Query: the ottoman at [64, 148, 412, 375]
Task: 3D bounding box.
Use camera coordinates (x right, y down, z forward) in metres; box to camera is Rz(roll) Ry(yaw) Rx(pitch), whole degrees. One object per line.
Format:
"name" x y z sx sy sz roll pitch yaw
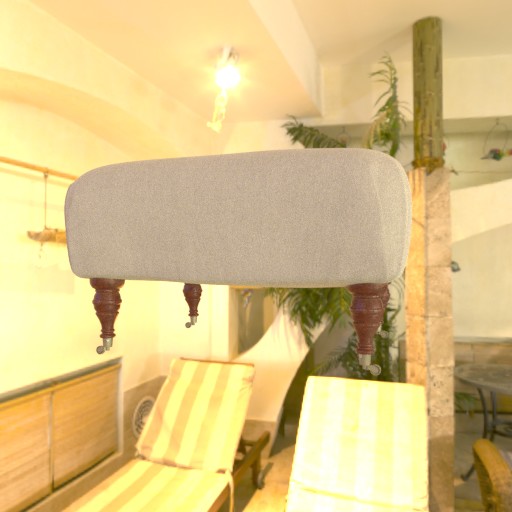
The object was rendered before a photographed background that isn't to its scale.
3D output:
"ottoman" 0.000 0.000 1.130 0.746 0.450 0.622 0 -1 18
